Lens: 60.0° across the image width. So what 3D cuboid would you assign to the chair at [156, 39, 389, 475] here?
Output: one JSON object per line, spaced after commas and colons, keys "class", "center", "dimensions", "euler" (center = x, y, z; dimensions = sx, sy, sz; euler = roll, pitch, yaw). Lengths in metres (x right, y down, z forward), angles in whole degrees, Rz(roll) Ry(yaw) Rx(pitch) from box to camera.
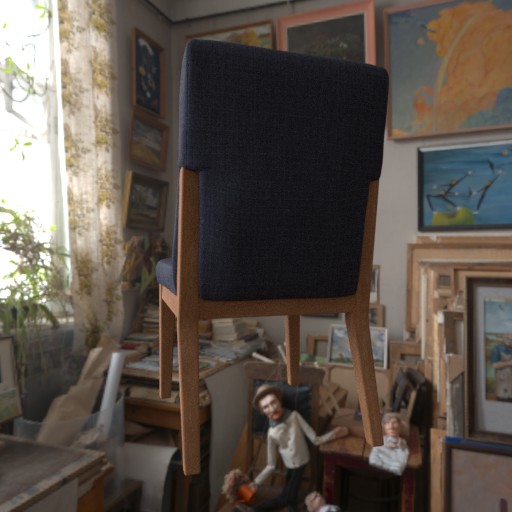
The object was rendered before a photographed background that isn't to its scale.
{"class": "chair", "center": [0.000, 0.000, 1.242], "dimensions": [0.507, 0.911, 0.586], "euler": [0, 0, -18]}
